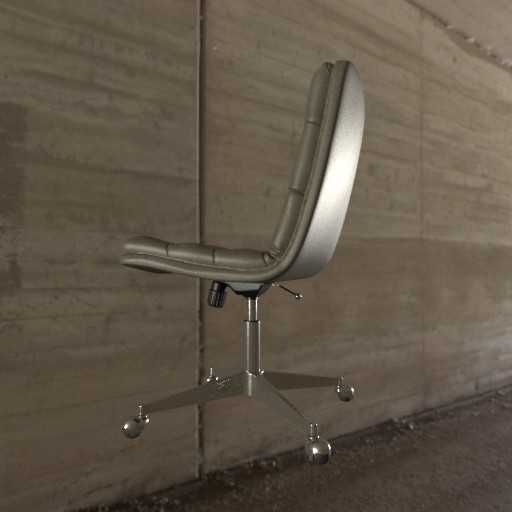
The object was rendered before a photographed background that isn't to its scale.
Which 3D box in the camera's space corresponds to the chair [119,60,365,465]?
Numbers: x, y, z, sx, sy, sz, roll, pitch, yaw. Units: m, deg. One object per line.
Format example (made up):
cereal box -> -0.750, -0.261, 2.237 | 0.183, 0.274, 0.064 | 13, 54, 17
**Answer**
chair -> 0.000, 0.000, 1.018 | 0.485, 0.738, 0.422 | 0, -2, 18
